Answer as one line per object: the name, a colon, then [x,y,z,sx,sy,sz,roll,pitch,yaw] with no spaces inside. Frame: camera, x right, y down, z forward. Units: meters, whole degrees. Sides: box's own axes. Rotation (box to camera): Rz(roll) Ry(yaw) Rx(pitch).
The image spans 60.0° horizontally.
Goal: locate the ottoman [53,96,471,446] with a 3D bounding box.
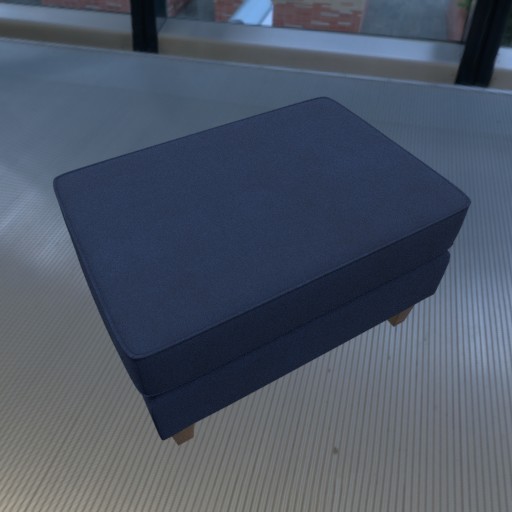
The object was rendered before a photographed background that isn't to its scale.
ottoman: [0.000,0.000,1.376,0.965,0.584,0.686,-23,51,-20]
